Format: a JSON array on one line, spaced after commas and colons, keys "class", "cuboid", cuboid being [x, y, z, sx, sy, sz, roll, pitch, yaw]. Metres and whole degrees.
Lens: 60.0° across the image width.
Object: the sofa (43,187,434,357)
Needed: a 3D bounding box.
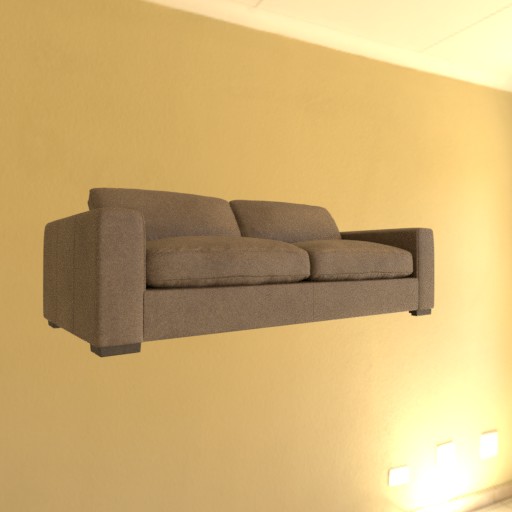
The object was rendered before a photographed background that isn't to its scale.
[{"class": "sofa", "cuboid": [0.000, 0.000, 2.772, 2.262, 0.801, 1.070, 0, 0, -36]}]
